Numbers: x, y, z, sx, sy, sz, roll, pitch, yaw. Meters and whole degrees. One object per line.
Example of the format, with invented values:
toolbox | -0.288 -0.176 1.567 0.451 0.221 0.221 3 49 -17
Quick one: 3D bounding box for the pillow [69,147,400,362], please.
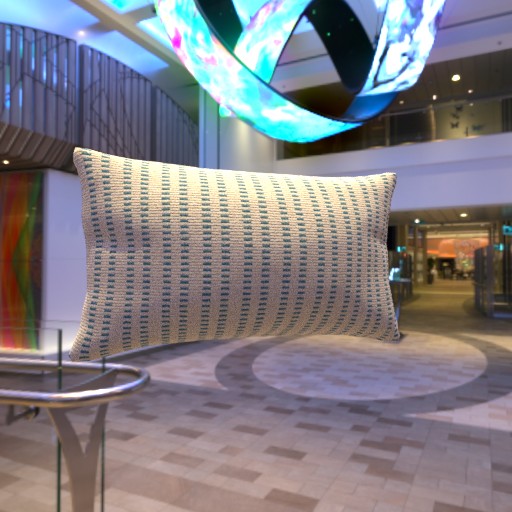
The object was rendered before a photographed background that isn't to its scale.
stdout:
pillow | 0.000 0.000 0.821 0.640 0.353 0.210 0 -2 -19
